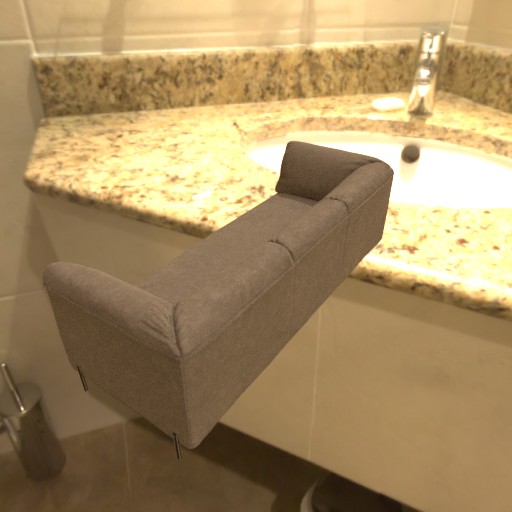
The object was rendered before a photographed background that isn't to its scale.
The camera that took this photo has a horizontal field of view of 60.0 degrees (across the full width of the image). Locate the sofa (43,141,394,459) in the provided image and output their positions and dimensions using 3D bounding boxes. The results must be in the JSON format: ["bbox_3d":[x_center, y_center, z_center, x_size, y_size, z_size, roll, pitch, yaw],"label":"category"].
[{"bbox_3d":[0.000,0.000,2.726,0.899,0.758,2.238,21,38,29],"label":"sofa"}]
